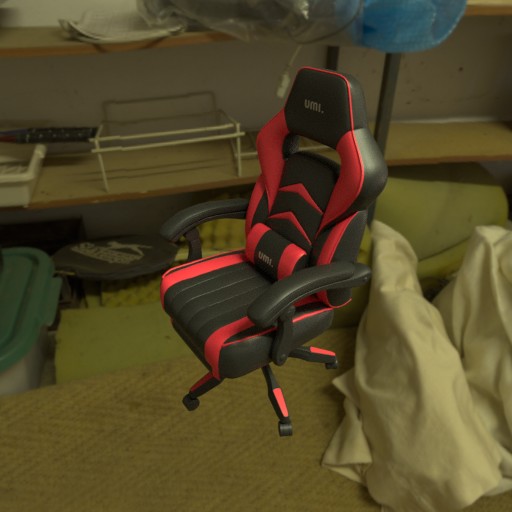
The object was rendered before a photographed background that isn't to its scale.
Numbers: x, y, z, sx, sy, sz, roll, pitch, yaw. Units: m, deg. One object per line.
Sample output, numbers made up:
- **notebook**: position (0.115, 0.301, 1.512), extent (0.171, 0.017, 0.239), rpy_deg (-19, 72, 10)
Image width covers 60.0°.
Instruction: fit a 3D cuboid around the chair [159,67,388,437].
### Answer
- **chair**: position (0.000, 0.000, 1.629), extent (0.700, 1.220, 0.700), rpy_deg (-22, 39, -30)
